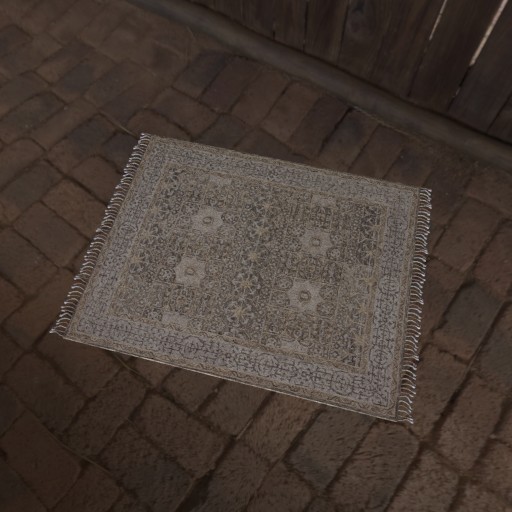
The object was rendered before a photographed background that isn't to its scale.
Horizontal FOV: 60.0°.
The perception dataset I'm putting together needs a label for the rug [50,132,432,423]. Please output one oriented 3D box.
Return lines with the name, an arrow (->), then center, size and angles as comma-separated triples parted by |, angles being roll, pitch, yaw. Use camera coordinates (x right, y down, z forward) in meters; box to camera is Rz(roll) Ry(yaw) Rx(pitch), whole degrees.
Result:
rug -> 0.000, 0.000, 4.374 | 3.291, 0.017, 2.431 | 12, 65, 6
